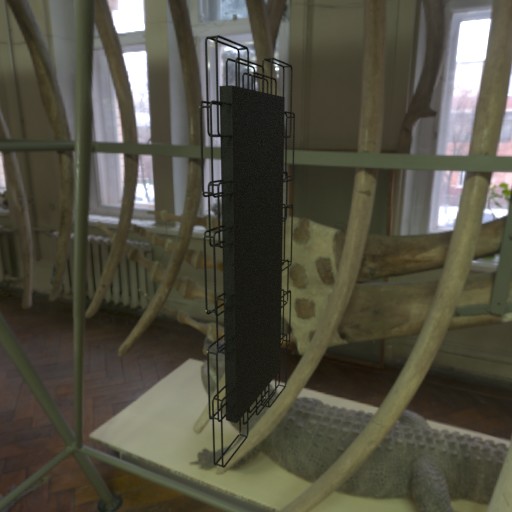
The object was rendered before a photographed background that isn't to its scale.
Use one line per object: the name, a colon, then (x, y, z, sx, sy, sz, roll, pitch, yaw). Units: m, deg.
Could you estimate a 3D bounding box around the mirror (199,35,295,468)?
mirror: (0.000, 0.000, 1.409, 0.037, 1.192, 0.565, 7, 16, 25)
